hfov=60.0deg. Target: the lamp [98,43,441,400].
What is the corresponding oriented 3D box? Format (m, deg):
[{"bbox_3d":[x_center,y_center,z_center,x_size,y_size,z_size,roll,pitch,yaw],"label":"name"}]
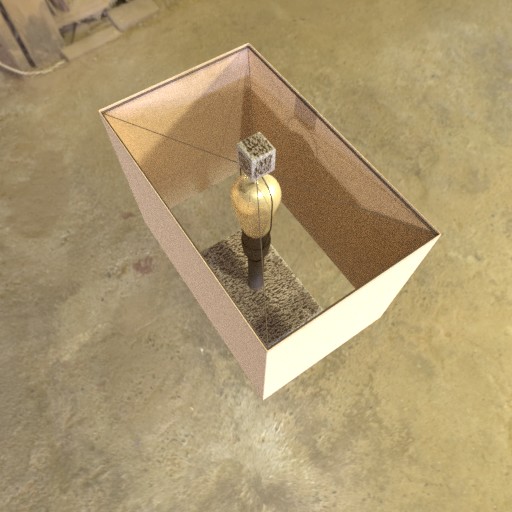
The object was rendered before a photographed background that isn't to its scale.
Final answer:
[{"bbox_3d":[0.000,0.000,0.565,0.180,0.411,0.294,-31,67,-15],"label":"lamp"}]
